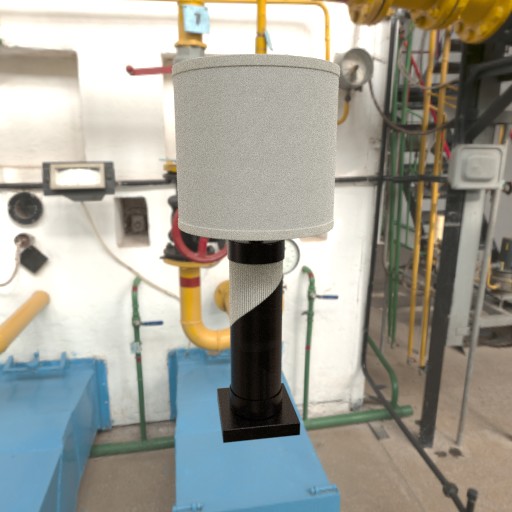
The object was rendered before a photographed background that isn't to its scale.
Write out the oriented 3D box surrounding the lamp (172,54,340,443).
[{"bbox_3d":[0.000,0.000,0.620,0.211,0.509,0.211,-2,14,-9],"label":"lamp"}]
